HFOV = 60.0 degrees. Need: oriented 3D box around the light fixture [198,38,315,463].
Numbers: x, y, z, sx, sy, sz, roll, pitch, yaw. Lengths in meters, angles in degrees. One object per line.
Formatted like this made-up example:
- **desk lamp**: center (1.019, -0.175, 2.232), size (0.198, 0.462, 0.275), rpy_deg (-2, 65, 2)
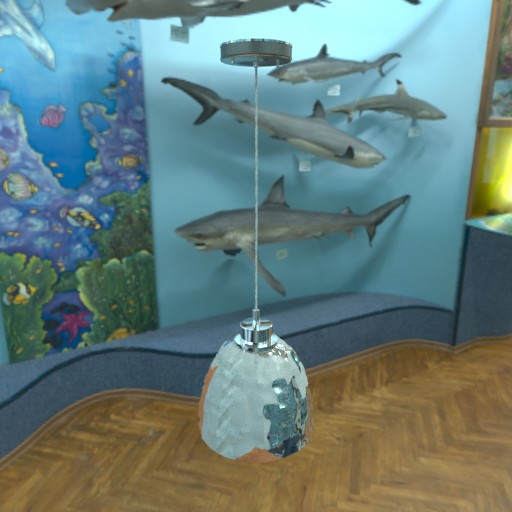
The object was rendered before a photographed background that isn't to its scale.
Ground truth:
- **light fixture**: center (0.000, 0.000, 1.740), size (0.496, 1.511, 0.500), rpy_deg (-8, 17, -28)
